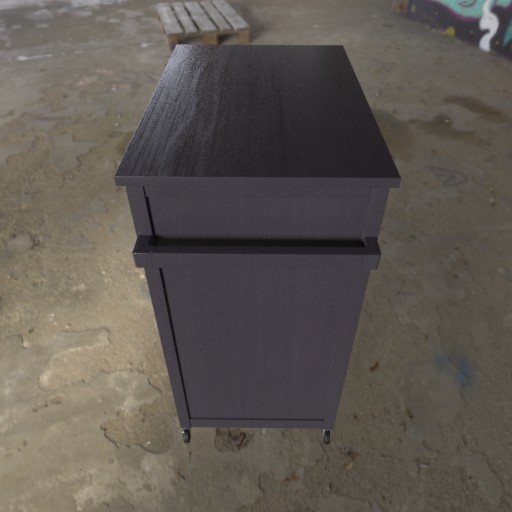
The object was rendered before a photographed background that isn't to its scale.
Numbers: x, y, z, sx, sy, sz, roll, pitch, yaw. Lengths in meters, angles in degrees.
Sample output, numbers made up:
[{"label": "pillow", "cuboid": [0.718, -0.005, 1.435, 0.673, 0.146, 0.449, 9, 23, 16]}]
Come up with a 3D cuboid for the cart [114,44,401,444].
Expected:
[{"label": "cart", "cuboid": [0.000, 0.000, 1.201, 0.449, 0.878, 0.690, 0, 41, 1]}]
